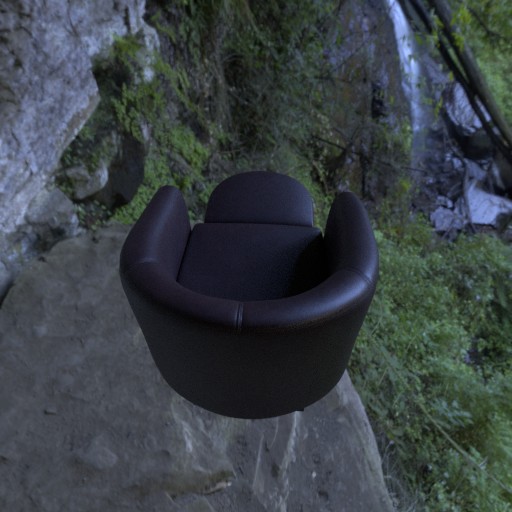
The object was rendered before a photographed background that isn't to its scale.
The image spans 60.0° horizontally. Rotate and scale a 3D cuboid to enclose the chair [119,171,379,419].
[{"bbox_3d":[0.000,0.000,1.639,0.737,0.755,1.176,2,46,2],"label":"chair"}]
